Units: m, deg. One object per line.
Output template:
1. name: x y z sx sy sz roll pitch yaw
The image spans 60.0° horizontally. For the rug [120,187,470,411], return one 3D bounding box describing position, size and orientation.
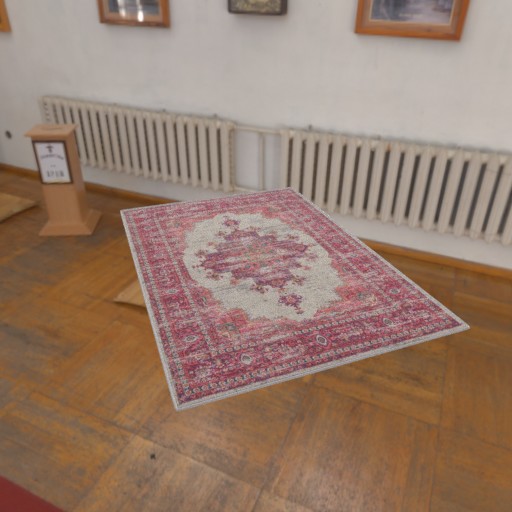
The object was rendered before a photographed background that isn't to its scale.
1. rug: 0.000 0.000 2.980 1.555 0.011 2.232 -10 31 -18
